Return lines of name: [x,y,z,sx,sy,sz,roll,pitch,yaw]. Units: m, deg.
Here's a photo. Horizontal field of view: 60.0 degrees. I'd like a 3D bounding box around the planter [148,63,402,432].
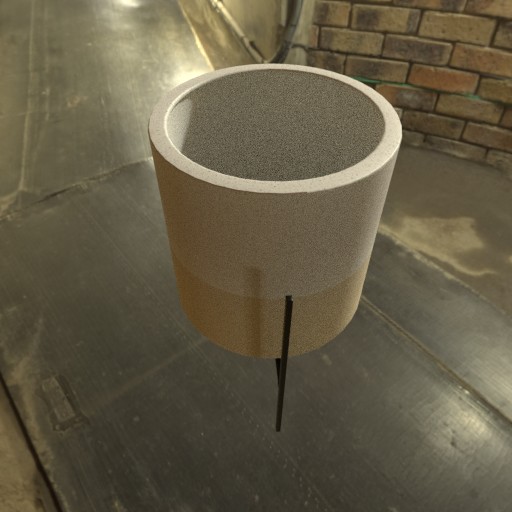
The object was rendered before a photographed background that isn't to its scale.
planter: [0.000,0.000,0.540,0.267,0.362,0.263,10,47,9]
